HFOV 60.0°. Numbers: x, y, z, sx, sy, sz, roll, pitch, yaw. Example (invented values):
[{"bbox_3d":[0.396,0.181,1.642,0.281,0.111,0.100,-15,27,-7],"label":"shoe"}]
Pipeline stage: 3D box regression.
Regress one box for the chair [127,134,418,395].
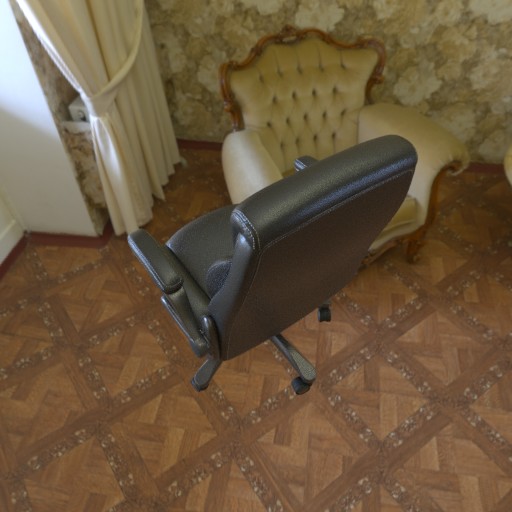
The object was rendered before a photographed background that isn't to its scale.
[{"bbox_3d":[0.000,0.000,1.597,0.782,1.110,0.724,-28,53,-24],"label":"chair"}]
